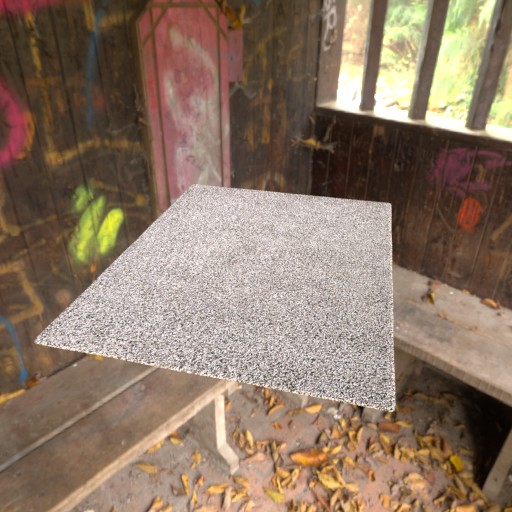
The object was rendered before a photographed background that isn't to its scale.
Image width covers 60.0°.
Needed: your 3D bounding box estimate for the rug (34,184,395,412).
[{"bbox_3d":[0.000,0.000,4.095,2.438,0.029,3.047,7,31,12],"label":"rug"}]
